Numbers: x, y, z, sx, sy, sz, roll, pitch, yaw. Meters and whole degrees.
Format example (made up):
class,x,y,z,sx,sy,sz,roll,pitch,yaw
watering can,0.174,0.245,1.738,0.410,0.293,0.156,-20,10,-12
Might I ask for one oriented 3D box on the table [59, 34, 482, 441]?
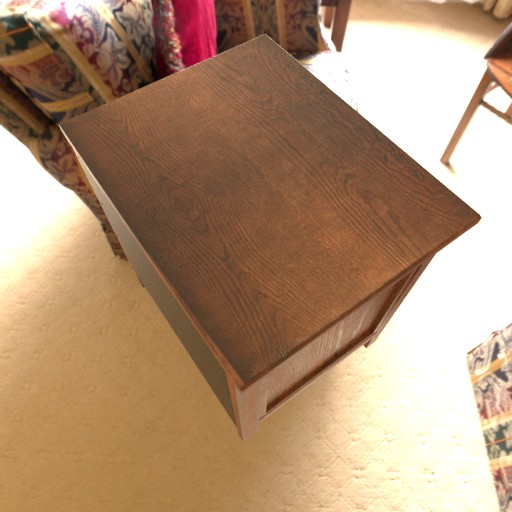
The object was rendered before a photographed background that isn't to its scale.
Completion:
class,x,y,z,sx,sy,sz,roll,pitch,yaw
table,0.000,0.000,1.002,0.461,0.597,0.586,-32,64,-17
